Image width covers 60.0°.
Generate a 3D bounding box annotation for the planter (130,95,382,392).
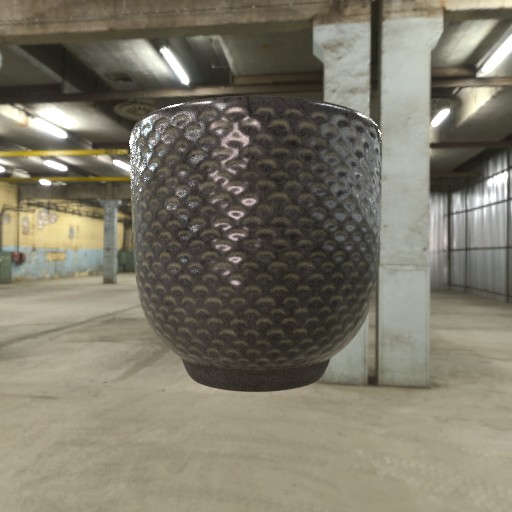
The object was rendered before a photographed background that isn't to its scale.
[{"bbox_3d":[0.000,0.000,0.359,0.197,0.191,0.197,0,-1,0],"label":"planter"}]
